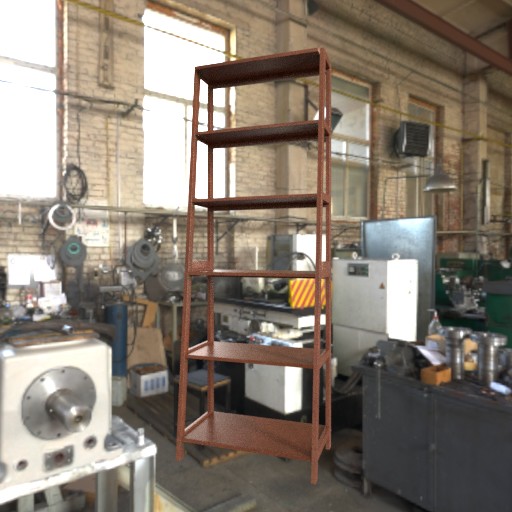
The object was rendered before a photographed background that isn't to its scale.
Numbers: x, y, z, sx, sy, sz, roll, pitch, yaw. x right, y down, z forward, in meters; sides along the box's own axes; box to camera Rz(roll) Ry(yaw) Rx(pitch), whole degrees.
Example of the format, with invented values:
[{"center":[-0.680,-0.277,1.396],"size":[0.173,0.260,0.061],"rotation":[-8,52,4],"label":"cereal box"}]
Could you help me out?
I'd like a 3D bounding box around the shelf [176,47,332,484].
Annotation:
[{"center":[0.000,0.000,2.121],"size":[0.660,1.892,0.382],"rotation":[0,0,19],"label":"shelf"}]
